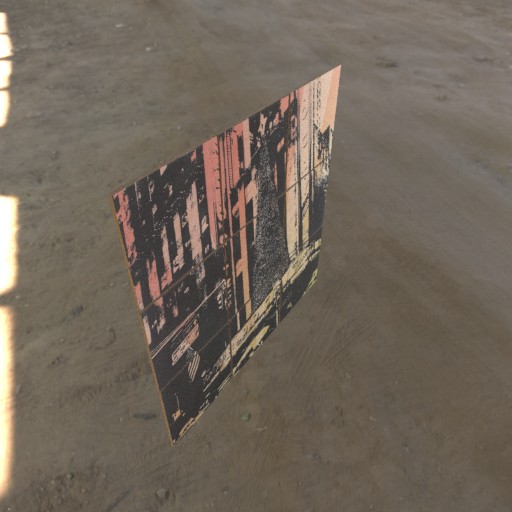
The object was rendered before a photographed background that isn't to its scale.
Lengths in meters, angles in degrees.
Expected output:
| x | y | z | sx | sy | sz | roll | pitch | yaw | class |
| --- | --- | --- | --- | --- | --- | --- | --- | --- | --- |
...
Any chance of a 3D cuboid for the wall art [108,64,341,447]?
| x | y | z | sx | sy | sz | roll | pitch | yaw | class |
| --- | --- | --- | --- | --- | --- | --- | --- | --- | --- |
| 0.000 | 0.000 | 1.376 | 0.010 | 0.917 | 0.919 | 24 | 45 | 26 | wall art |
